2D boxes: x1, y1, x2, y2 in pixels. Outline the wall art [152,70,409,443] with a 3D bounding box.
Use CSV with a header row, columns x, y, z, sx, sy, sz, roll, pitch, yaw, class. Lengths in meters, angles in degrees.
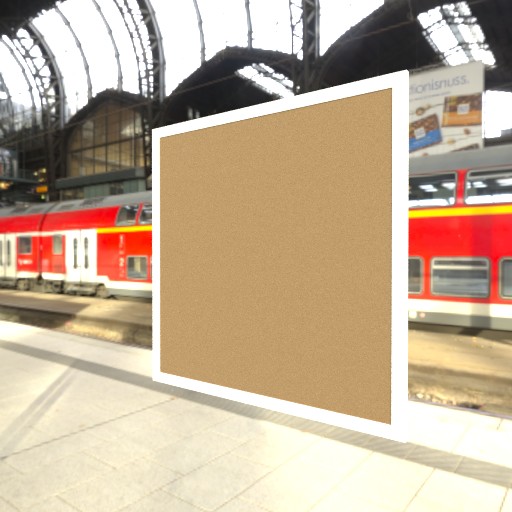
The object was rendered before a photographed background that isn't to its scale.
x,y,z,sx,sy,sz,roll,pitch,yaw,class
0.000,0.000,1.207,0.812,0.812,0.015,0,1,35,wall art
